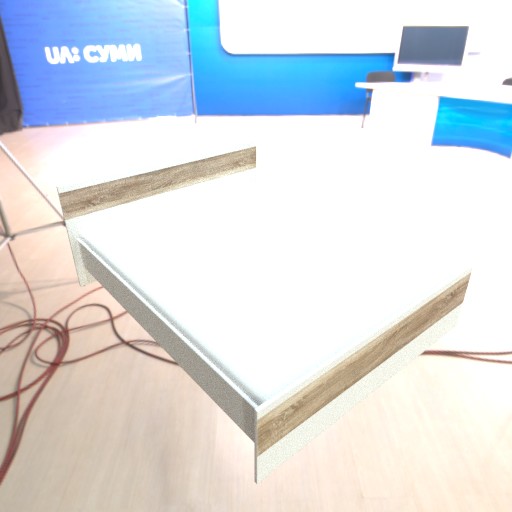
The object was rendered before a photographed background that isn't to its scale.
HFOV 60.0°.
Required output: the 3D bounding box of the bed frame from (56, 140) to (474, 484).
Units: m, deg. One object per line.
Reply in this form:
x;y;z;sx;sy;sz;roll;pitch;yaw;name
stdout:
0.000;0.000;2.926;1.720;0.800;2.060;-23;37;-34;bed frame
